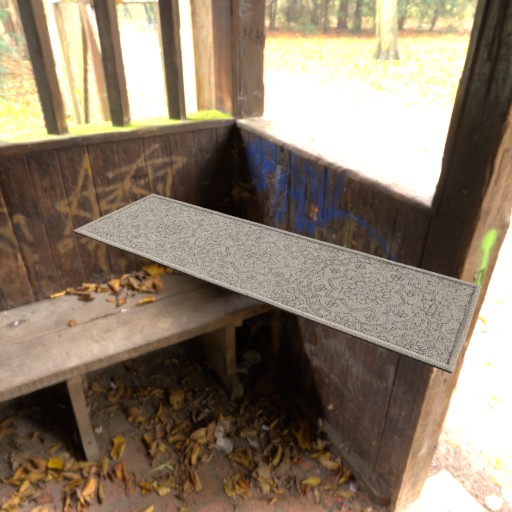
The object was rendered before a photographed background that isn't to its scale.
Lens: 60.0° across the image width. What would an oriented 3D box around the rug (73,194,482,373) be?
[{"bbox_3d":[0.000,0.000,2.705,2.448,0.012,0.769,18,35,27],"label":"rug"}]
